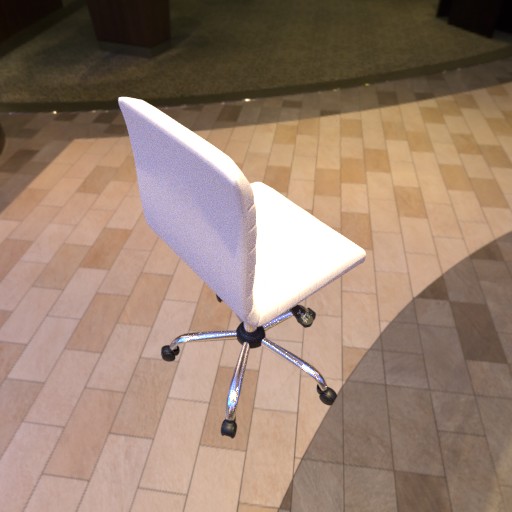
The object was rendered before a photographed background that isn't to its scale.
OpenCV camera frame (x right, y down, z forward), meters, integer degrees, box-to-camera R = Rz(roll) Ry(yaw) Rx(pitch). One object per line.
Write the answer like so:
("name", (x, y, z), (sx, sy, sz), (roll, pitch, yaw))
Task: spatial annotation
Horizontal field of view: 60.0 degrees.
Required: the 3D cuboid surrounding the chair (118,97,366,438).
("chair", (0.000, 0.000, 1.044), (0.455, 0.750, 0.520), (-27, 48, -28))
